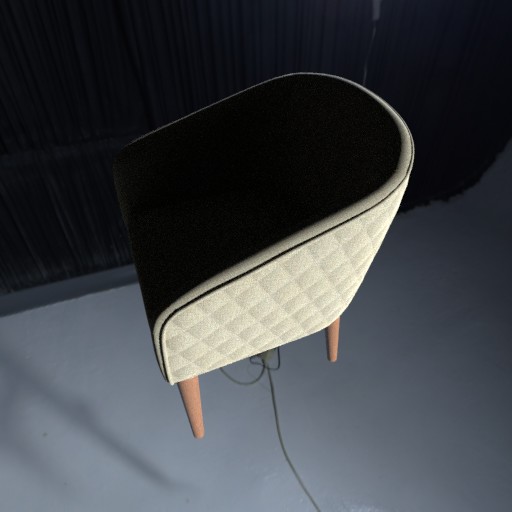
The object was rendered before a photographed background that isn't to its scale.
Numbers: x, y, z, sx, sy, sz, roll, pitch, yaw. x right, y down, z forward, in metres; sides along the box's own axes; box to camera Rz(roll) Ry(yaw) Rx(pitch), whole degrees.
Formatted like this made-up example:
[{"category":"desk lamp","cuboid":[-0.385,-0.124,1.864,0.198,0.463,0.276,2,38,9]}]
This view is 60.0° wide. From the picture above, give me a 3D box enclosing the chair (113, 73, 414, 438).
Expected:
[{"category":"chair","cuboid":[0.000,0.000,1.175,0.616,0.775,0.584,-15,47,-14]}]
